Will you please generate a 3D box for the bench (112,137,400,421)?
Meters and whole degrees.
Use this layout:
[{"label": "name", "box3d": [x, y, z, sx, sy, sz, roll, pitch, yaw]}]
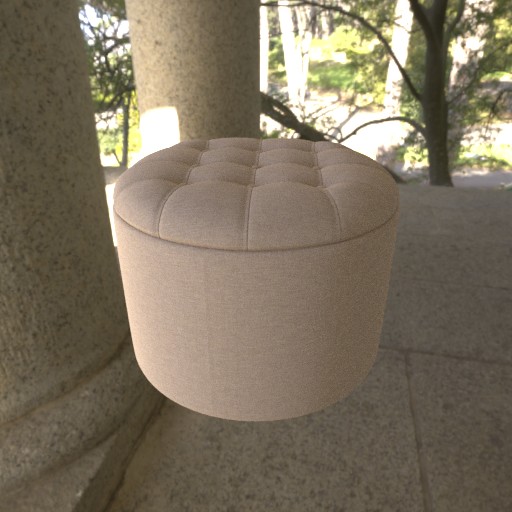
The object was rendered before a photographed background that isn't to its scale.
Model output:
[{"label": "bench", "box3d": [0.000, 0.000, 1.025, 0.600, 0.454, 0.600, 0, 27, 0]}]
